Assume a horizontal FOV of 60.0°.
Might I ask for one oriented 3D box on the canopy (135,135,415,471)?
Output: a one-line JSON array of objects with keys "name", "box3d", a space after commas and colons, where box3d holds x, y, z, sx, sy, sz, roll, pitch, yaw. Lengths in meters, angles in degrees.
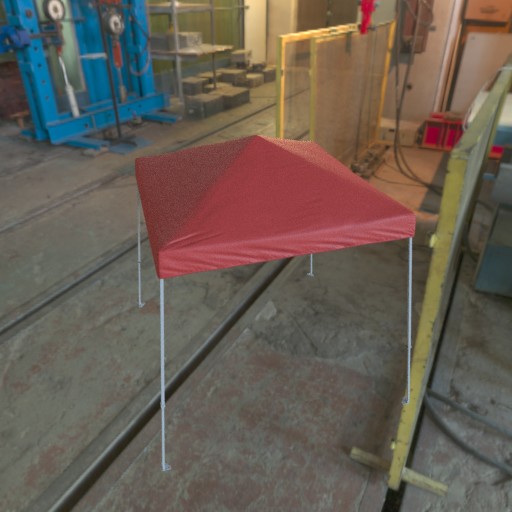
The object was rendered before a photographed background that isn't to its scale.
[{"name": "canopy", "box3d": [0.000, 0.000, 6.565, 3.600, 3.600, 3.599, -9, 33, -15]}]
